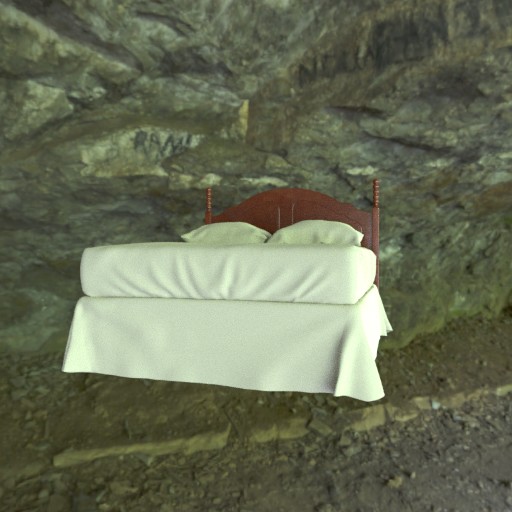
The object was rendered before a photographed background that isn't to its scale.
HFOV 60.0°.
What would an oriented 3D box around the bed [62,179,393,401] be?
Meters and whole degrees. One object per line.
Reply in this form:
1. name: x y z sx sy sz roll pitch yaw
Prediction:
1. bed: 0.000 0.000 3.204 1.873 1.356 2.040 0 0 18
